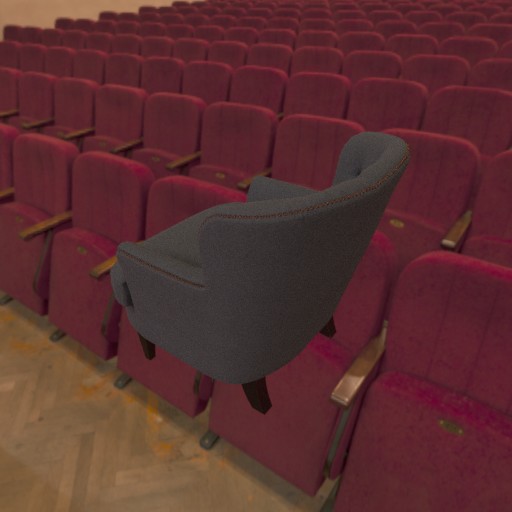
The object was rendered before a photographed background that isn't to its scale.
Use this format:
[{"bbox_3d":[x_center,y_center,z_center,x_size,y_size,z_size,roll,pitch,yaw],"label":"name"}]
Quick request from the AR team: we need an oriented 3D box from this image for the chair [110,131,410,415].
[{"bbox_3d":[0.000,0.000,1.616,0.906,0.868,0.848,21,37,30],"label":"chair"}]
